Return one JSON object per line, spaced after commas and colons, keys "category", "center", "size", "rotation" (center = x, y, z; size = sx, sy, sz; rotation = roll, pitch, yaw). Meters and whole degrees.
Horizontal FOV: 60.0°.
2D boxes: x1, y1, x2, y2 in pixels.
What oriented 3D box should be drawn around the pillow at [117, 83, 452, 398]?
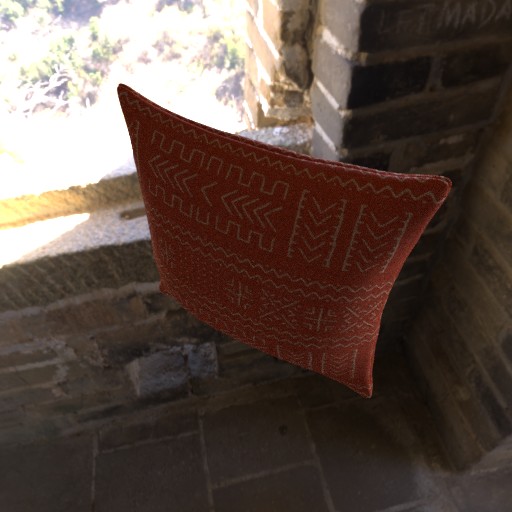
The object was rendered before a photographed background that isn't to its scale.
{"category": "pillow", "center": [0.000, 0.000, 0.651], "size": [0.438, 0.429, 0.164], "rotation": [23, 50, 21]}
